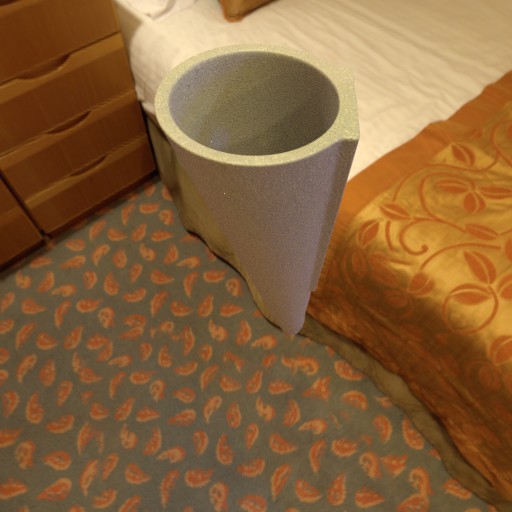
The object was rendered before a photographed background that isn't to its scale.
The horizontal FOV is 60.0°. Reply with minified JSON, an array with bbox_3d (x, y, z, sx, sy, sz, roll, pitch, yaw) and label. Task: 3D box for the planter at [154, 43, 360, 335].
[{"bbox_3d":[0.000,0.000,0.221,0.064,0.191,0.057,2,59,1],"label":"planter"}]
